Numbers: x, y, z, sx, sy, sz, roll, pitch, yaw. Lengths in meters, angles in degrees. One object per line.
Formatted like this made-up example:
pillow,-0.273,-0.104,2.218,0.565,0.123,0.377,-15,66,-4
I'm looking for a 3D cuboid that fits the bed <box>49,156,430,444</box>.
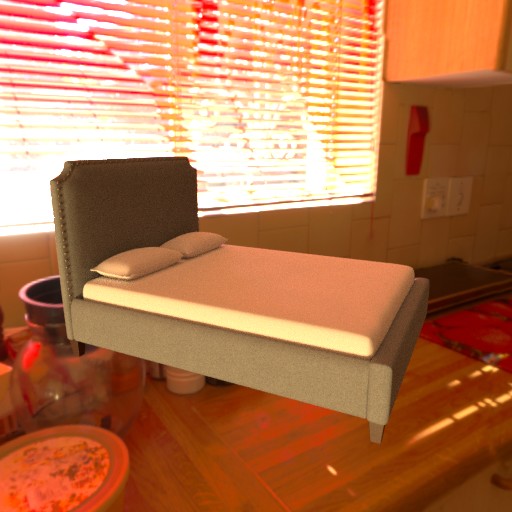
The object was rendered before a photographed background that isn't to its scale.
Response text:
bed,0.000,0.000,3.384,2.372,1.443,1.712,7,16,26
